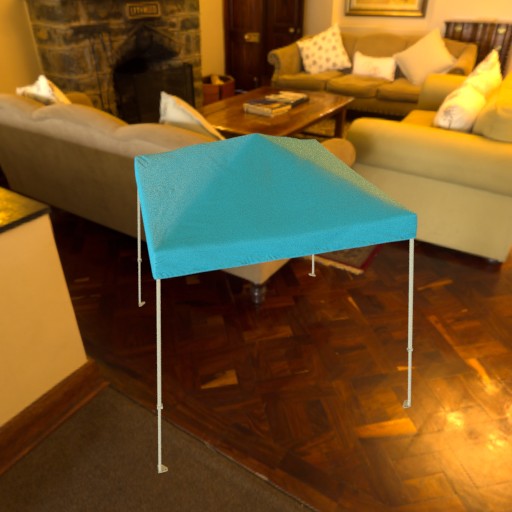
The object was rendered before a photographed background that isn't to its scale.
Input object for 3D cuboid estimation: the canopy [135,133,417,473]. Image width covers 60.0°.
[{"bbox_3d":[0.000,0.000,5.133,2.849,2.850,2.850,-9,33,-14],"label":"canopy"}]
